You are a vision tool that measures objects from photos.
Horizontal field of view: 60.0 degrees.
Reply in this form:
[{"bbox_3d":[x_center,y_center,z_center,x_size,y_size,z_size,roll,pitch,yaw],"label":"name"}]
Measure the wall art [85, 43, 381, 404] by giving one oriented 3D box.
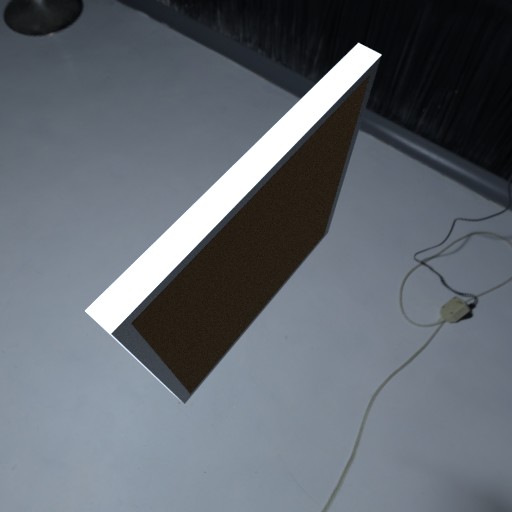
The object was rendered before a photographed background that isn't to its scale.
[{"bbox_3d":[0.000,0.000,0.757,0.038,0.506,0.506,36,69,16],"label":"wall art"}]
